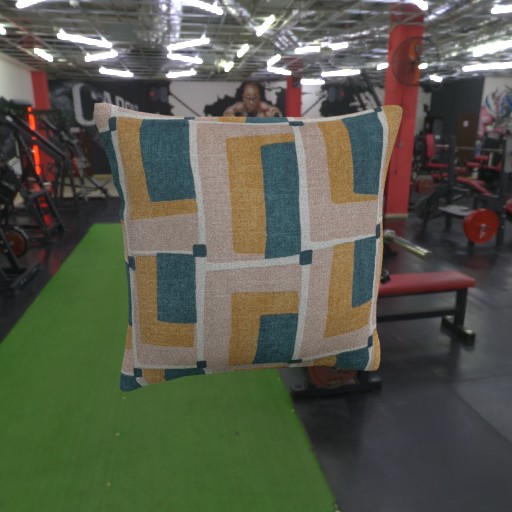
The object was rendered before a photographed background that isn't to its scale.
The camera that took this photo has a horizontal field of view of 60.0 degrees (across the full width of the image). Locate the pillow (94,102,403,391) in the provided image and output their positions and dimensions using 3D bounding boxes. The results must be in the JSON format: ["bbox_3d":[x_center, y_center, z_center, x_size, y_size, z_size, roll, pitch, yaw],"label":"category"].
[{"bbox_3d":[0.000,0.000,0.735,0.478,0.479,0.158,-2,16,-8],"label":"pillow"}]
